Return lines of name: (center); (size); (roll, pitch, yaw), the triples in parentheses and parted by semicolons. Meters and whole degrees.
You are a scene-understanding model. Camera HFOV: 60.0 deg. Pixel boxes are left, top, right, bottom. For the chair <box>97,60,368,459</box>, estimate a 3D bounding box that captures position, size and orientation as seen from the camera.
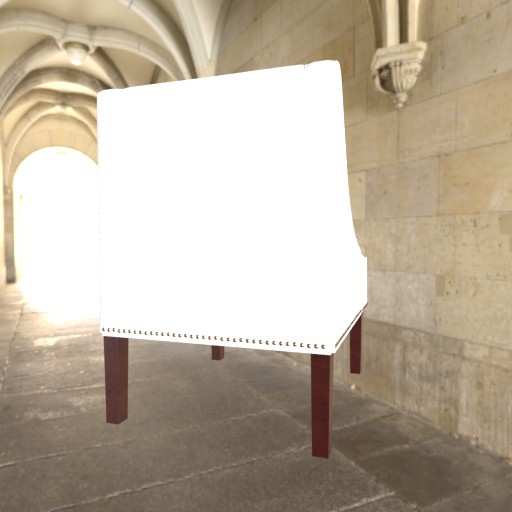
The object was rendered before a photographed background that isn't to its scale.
chair: (0.000, 0.000, 1.390); (0.628, 0.872, 0.748); (1, 2, 19)
